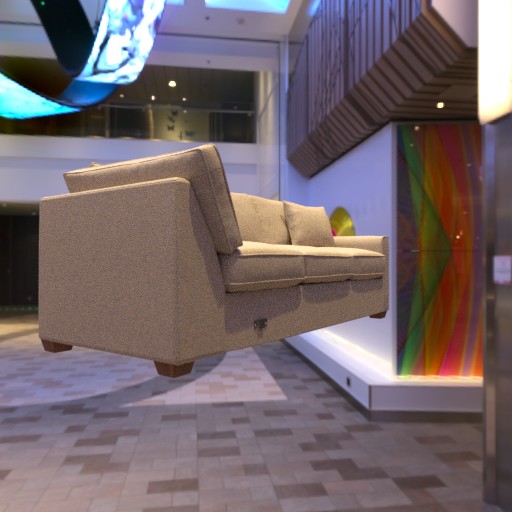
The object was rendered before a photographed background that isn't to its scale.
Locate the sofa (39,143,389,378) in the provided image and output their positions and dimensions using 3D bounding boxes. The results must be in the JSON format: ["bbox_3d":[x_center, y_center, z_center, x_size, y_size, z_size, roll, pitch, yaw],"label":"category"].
[{"bbox_3d":[0.000,0.000,2.853,1.061,0.962,2.317,0,-1,36],"label":"sofa"}]
